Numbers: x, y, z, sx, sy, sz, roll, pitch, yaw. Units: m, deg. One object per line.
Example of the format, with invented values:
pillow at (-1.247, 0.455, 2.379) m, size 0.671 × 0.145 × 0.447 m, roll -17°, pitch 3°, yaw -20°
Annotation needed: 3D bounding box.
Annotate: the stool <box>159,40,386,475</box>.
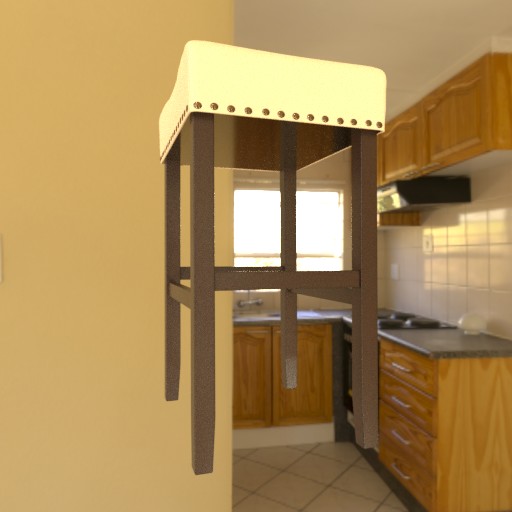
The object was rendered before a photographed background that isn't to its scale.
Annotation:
stool at (0.000, 0.000, 1.033) m, size 0.401 × 0.762 × 0.471 m, roll 0°, pitch 0°, yaw -18°
